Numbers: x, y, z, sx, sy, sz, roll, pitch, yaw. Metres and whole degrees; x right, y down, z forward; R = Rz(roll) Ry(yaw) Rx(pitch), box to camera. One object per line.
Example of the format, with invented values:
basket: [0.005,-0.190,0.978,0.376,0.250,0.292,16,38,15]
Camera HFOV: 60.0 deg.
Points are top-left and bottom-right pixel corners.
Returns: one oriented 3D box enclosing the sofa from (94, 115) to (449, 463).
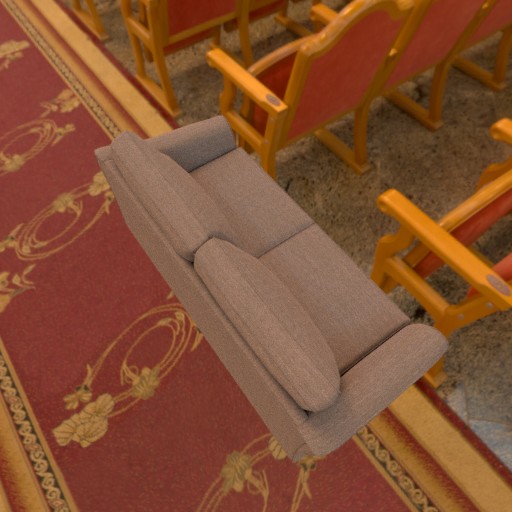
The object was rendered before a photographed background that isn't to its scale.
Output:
sofa: [0.000,0.000,2.740,0.980,0.965,2.270,-31,63,-18]
